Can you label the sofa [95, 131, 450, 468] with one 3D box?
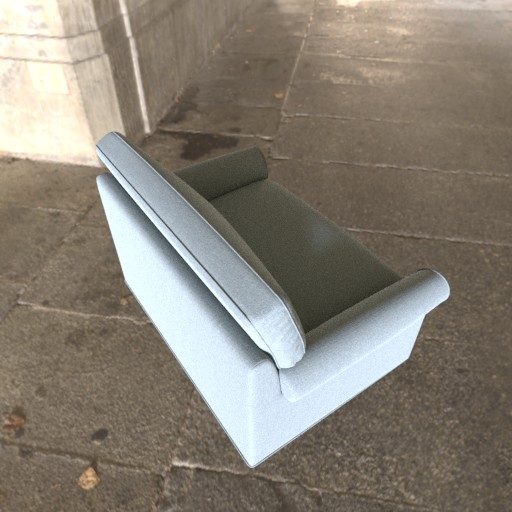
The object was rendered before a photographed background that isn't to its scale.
[{"bbox_3d":[0.000,0.000,2.041,0.940,0.953,1.410,-25,47,-25],"label":"sofa"}]
